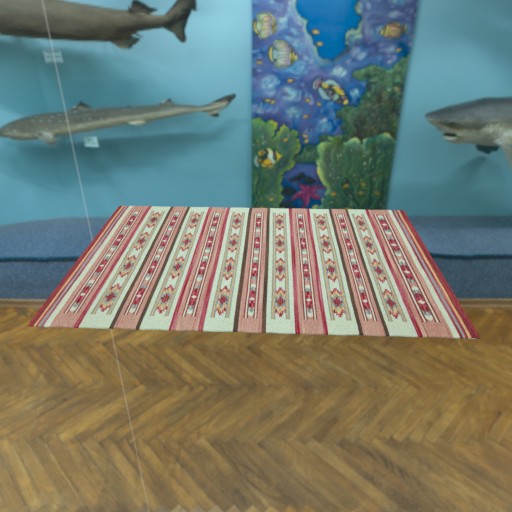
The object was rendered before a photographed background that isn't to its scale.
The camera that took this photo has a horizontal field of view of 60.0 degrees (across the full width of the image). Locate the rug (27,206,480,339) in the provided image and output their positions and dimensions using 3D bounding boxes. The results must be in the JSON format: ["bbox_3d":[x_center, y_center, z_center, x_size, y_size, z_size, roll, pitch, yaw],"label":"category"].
[{"bbox_3d":[0.000,0.000,2.301,1.817,0.008,1.223,1,30,2],"label":"rug"}]
